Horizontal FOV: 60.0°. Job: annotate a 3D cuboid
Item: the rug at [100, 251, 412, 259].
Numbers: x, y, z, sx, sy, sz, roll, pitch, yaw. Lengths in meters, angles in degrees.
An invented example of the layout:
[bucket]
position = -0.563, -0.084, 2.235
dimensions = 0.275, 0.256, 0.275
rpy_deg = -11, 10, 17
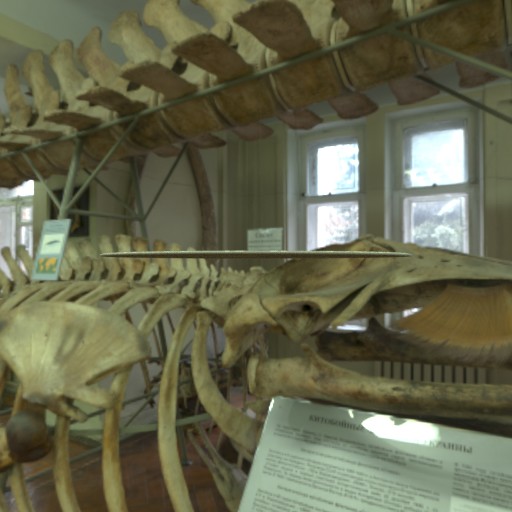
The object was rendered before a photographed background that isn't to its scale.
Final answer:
[rug]
position = 0.000, 0.000, 2.394
dimensions = 1.593, 0.012, 1.593
rpy_deg = 0, -1, 0
